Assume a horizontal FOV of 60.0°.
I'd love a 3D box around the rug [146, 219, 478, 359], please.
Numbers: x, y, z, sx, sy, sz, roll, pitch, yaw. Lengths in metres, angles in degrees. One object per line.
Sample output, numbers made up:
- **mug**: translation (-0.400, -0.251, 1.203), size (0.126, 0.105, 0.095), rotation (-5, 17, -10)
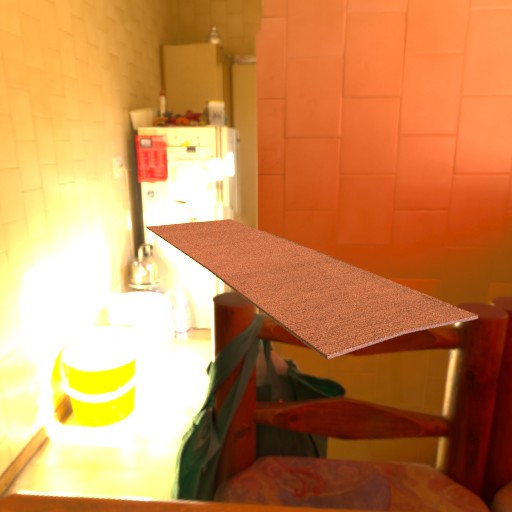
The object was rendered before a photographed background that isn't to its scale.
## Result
- **rug**: translation (0.000, 0.000, 2.478), size (0.692, 0.032, 2.320), rotation (-7, 16, -26)
